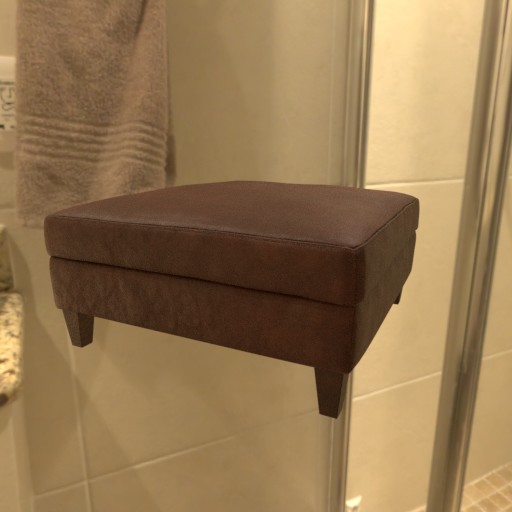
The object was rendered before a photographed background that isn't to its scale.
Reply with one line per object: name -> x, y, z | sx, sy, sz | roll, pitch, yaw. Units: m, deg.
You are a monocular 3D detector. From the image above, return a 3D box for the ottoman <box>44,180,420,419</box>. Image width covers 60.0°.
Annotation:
ottoman -> 0.000, 0.000, 1.331 | 0.836, 0.415, 0.844 | 7, 16, 26
